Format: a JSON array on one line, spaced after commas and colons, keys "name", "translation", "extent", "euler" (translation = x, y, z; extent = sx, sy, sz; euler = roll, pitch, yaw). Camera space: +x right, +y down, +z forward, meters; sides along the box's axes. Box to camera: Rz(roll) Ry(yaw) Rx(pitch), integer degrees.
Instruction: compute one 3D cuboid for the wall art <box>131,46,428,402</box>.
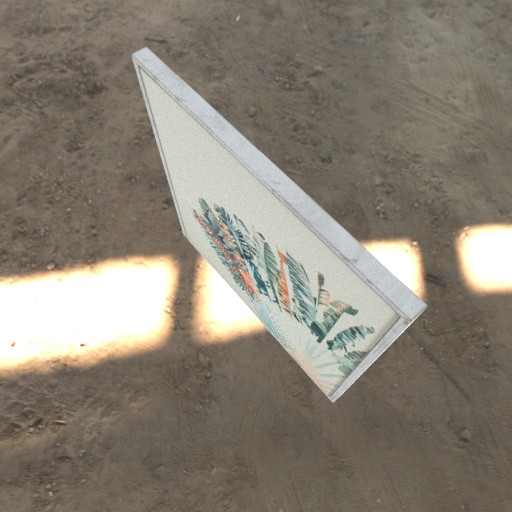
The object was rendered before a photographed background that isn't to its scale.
[{"name": "wall art", "translation": [0.000, 0.000, 1.133], "extent": [0.038, 0.757, 0.760], "euler": [-37, 69, -17]}]
